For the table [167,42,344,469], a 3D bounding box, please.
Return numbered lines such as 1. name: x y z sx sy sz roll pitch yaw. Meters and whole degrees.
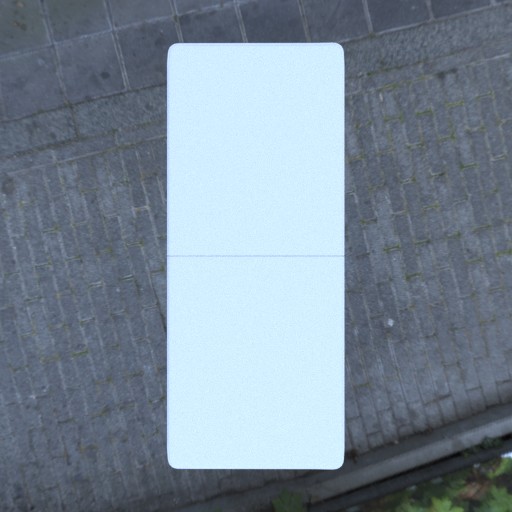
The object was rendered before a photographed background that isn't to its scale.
1. table: 0.000 0.000 2.256 0.761 0.719 1.829 0 90 0
